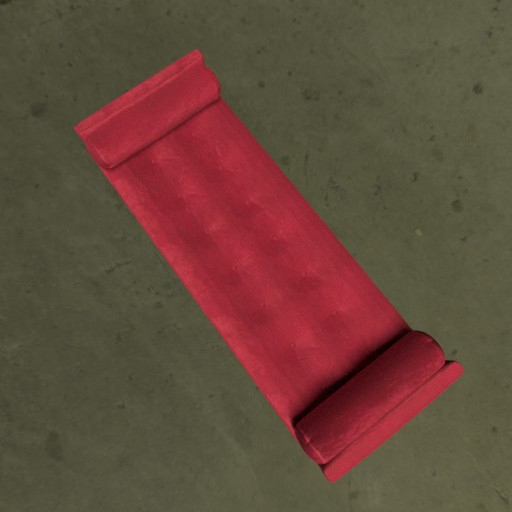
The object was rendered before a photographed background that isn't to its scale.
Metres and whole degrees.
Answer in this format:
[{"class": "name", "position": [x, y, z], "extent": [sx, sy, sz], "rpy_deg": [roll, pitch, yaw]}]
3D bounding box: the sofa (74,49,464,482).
[{"class": "sofa", "position": [0.000, 0.000, 2.389], "extent": [0.796, 0.705, 2.102], "rpy_deg": [-36, 79, -8]}]
